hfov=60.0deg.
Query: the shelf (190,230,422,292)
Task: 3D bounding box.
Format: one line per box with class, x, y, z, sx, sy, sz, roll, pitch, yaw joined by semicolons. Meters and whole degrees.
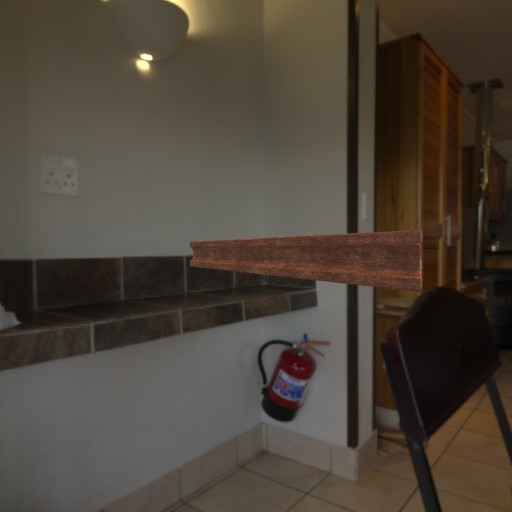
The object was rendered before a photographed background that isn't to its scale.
shelf;0.000;0.000;0.435;0.296;0.035;0.296;0;1;19
